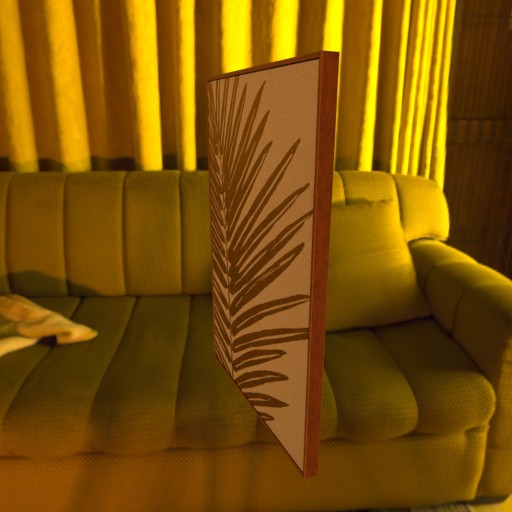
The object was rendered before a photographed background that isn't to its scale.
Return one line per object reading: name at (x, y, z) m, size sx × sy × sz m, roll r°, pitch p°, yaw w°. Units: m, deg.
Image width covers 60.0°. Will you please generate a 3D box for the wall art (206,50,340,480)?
wall art at (0.000, 0.000, 1.165) m, size 0.037 × 0.914 × 0.610 m, roll -8°, pitch 19°, yaw -24°
